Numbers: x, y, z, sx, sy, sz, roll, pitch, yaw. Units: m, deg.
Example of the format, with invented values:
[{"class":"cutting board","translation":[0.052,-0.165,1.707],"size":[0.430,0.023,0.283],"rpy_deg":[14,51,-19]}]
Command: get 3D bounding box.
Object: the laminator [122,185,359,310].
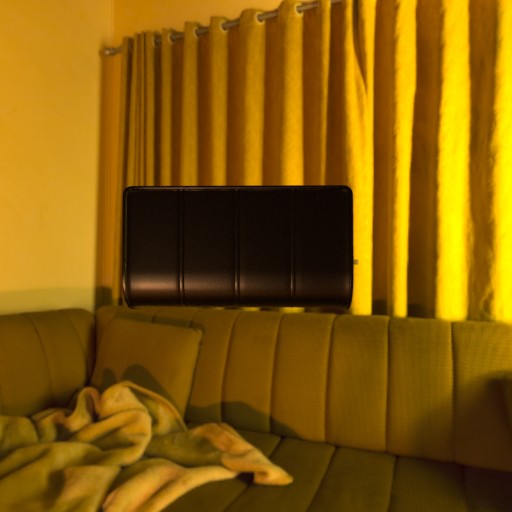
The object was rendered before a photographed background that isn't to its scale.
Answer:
[{"class":"laminator","translation":[0.000,0.000,0.383],"size":[0.123,0.062,0.340],"rpy_deg":[0,-1,1]}]
